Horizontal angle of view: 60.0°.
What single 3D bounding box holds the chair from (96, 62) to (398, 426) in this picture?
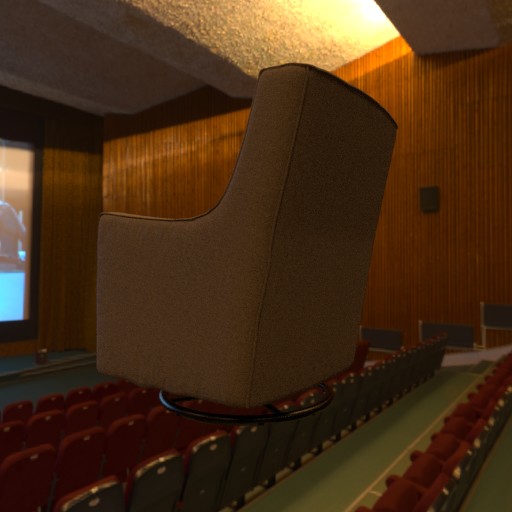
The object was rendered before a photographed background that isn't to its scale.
[{"bbox_3d":[0.000,0.000,1.563,0.879,0.993,0.732,-1,-1,36],"label":"chair"}]
